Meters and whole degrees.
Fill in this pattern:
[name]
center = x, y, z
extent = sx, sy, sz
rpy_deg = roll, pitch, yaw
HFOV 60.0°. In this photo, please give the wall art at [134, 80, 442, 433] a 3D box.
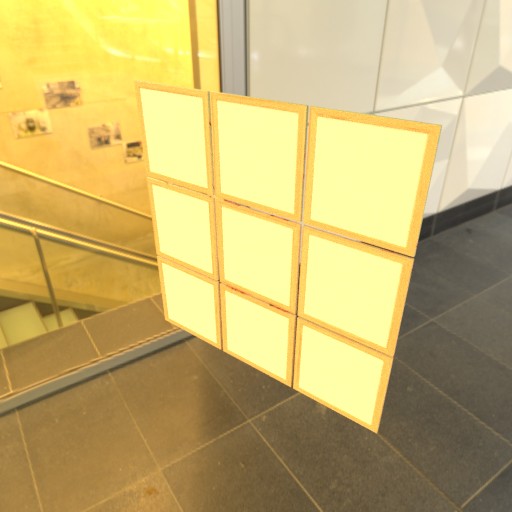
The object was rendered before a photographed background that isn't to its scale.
[wall art]
center = 0.000, 0.000, 1.784
extent = 1.214, 1.219, 0.013
rpy_deg = 21, 36, 31
